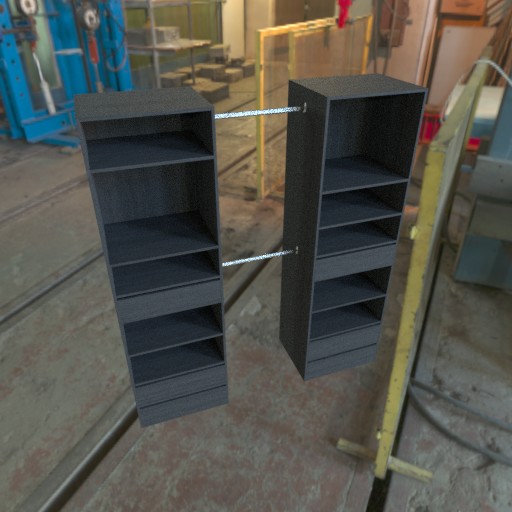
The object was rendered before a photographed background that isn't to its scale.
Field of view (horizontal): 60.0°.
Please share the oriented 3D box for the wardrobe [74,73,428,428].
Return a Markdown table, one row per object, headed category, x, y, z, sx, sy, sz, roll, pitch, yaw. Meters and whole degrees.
| category | x | y | z | sx | sy | sz | roll | pitch | yaw |
| --- | --- | --- | --- | --- | --- | --- | --- | --- | --- |
| wardrobe | 0.000 | 0.000 | 2.816 | 1.770 | 2.000 | 0.480 | -11 | 34 | -17 |
